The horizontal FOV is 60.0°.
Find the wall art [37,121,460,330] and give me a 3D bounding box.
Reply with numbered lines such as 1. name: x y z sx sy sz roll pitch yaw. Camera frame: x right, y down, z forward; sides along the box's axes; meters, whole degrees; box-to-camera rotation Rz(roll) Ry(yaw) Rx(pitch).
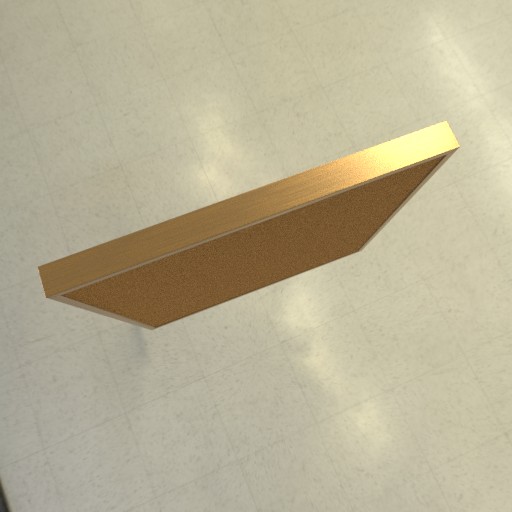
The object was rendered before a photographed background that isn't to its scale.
1. wall art: 0.000 0.000 0.753 0.505 0.505 0.037 -20 77 -5
